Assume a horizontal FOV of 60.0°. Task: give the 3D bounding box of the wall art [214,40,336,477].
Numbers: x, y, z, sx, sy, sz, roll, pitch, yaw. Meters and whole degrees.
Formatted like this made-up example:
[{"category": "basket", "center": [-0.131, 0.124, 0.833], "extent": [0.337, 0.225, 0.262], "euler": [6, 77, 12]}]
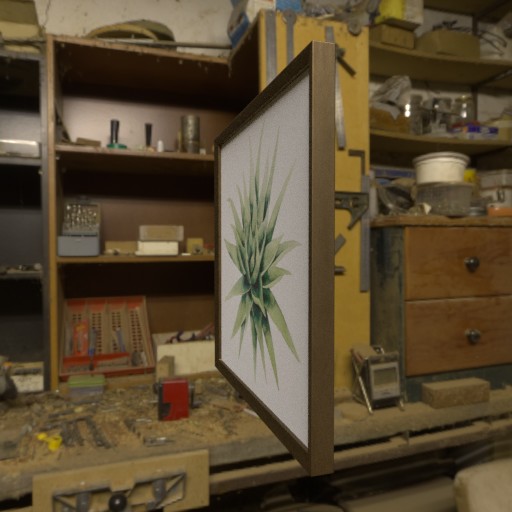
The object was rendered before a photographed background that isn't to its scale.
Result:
[{"category": "wall art", "center": [0.000, 0.000, 0.755], "extent": [0.030, 0.506, 0.503], "euler": [0, 1, -18]}]
